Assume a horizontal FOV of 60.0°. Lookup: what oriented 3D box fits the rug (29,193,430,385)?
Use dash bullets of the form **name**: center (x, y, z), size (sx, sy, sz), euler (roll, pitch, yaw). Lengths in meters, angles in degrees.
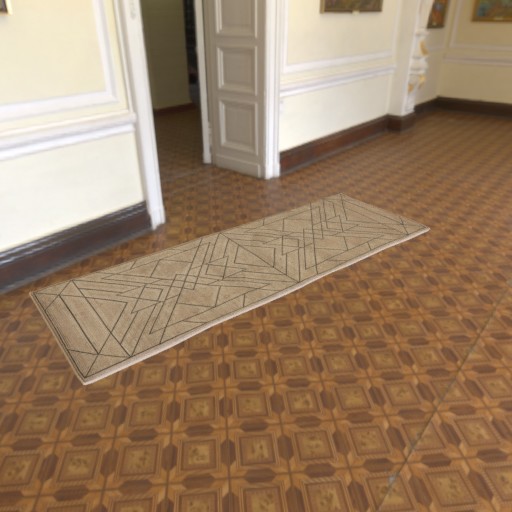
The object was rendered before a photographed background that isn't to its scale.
- **rug**: center (0.000, 0.000, 2.676), size (2.381, 0.036, 0.831), euler (-20, 35, -32)
